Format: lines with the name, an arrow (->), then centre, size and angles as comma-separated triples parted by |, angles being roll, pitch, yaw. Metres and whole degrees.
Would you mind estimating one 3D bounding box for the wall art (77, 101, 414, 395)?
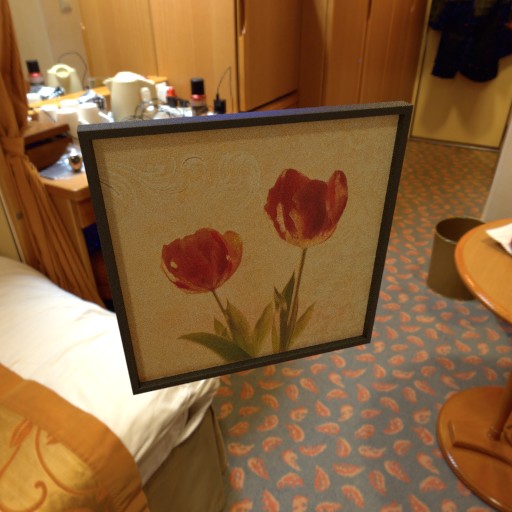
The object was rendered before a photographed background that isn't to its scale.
wall art -> 0.000, 0.000, 0.550 | 0.349, 0.349, 0.038 | -9, 33, -14
